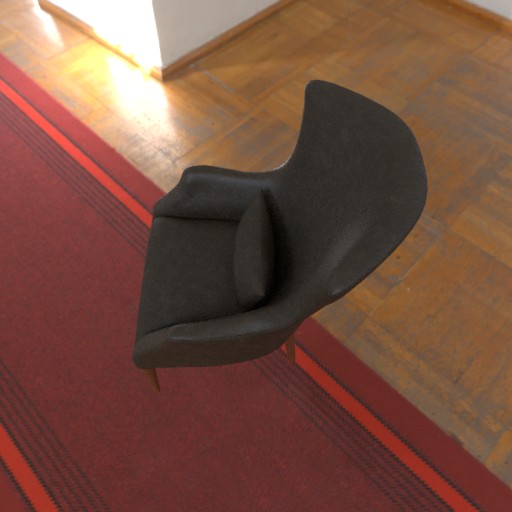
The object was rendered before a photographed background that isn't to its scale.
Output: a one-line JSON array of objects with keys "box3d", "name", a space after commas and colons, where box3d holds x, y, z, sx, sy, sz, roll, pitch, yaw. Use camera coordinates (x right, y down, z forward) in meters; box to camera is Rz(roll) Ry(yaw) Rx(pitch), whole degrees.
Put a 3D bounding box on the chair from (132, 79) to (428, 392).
[{"box3d": [0.000, 0.000, 1.712, 0.954, 1.068, 0.819, 0, 59, 0], "name": "chair"}]
